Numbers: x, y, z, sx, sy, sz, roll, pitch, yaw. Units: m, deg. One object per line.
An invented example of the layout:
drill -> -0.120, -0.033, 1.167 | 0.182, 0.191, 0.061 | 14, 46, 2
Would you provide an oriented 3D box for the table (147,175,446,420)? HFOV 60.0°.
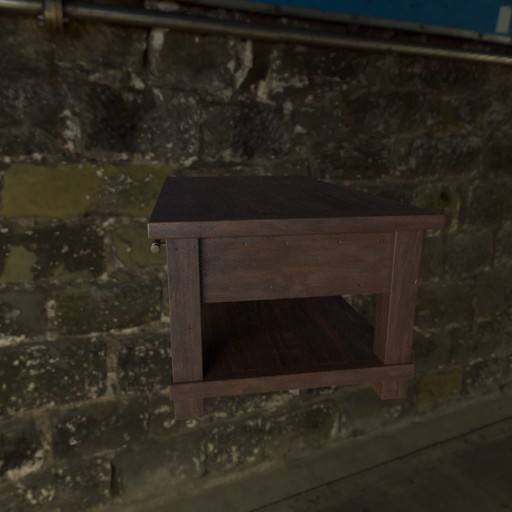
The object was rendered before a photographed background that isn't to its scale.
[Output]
table -> 0.000, 0.000, 1.642 | 0.700, 0.494, 1.270 | -2, 15, -9
